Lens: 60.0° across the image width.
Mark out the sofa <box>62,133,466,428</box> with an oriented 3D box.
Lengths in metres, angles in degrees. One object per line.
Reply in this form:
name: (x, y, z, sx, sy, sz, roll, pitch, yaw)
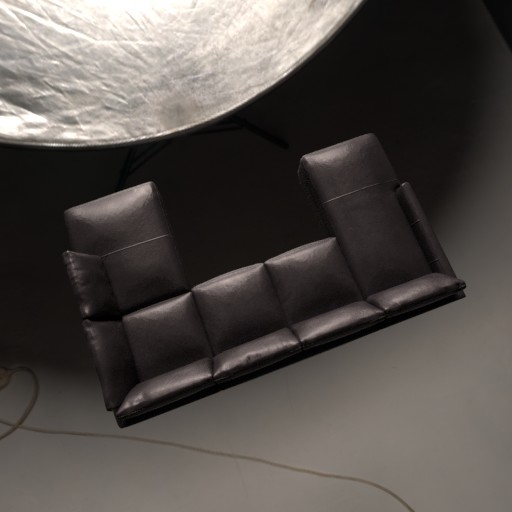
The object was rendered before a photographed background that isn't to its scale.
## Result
sofa: (0.000, 0.000, 3.882, 2.956, 0.900, 1.939, -20, 76, -5)
